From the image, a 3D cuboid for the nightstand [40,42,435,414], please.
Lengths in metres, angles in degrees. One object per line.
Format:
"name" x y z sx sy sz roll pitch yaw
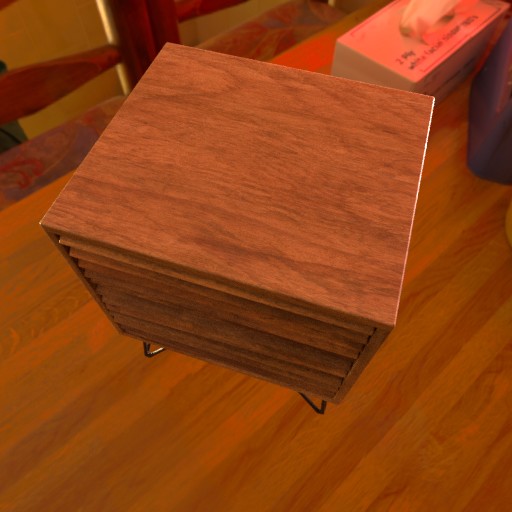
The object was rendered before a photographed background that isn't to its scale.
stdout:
"nightstand" 0.000 0.000 0.868 0.457 0.559 0.406 16 60 9
